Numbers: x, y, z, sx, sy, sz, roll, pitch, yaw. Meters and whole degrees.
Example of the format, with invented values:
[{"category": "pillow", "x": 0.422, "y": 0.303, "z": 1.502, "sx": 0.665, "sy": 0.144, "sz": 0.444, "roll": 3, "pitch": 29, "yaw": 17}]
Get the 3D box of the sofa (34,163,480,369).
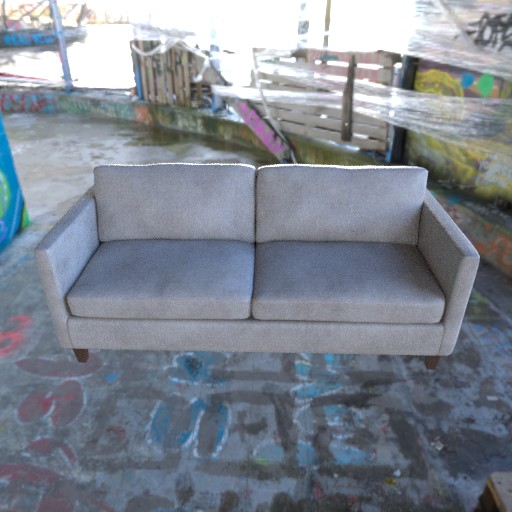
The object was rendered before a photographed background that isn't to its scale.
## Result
[{"category": "sofa", "x": 0.000, "y": 0.000, "z": 2.663, "sx": 2.208, "sy": 0.965, "sz": 0.951, "roll": 1, "pitch": 30, "yaw": 1}]
